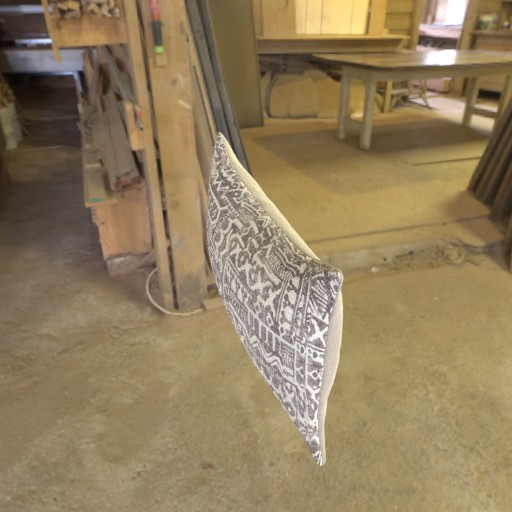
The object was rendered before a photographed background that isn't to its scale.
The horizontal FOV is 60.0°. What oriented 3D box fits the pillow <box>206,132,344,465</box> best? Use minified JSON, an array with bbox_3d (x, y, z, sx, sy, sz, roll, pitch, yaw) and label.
[{"bbox_3d":[0.000,0.000,0.769,0.148,0.290,0.631,-8,30,-14],"label":"pillow"}]
